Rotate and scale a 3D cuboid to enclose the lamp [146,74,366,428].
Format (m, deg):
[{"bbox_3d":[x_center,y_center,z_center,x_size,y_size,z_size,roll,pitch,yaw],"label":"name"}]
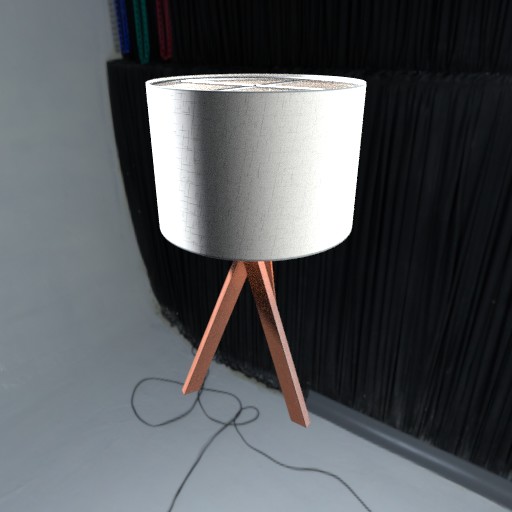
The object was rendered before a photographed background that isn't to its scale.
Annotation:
[{"bbox_3d":[0.000,0.000,0.930,0.380,0.686,0.380,17,30,31],"label":"lamp"}]
